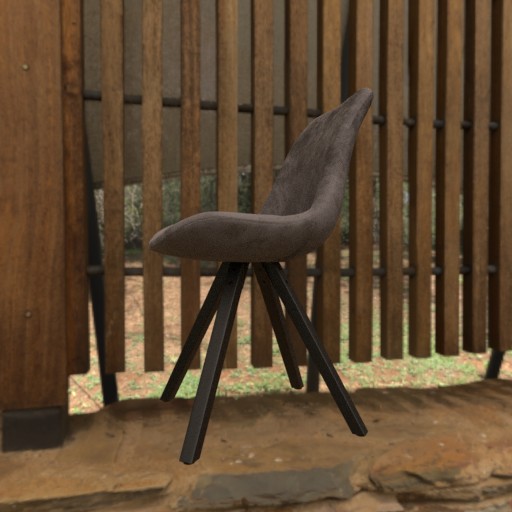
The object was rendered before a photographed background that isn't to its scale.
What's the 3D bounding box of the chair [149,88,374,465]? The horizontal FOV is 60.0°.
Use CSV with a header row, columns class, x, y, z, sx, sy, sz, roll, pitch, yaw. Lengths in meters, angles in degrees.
class,x,y,z,sx,sy,sz,roll,pitch,yaw
chair,0.000,0.000,1.170,0.550,0.850,0.485,0,1,-18
